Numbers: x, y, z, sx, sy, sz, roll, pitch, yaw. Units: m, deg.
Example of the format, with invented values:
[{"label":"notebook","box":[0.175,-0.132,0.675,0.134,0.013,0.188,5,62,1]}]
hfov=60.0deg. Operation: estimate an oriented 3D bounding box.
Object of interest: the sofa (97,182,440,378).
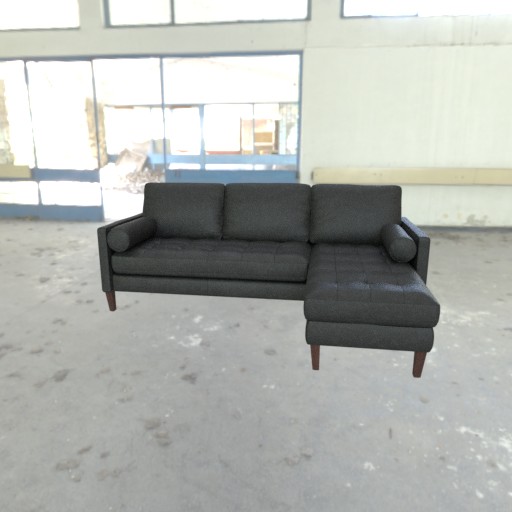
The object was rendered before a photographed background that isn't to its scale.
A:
[{"label":"sofa","box":[0.000,0.000,2.950,2.178,0.876,1.497,2,14,9]}]
